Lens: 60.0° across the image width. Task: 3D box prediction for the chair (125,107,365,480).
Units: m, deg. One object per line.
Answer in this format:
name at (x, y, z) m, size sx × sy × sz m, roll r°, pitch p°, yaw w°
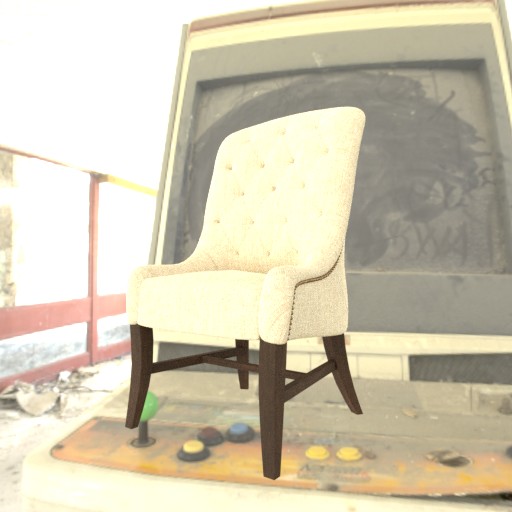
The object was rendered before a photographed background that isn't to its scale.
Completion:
chair at (0.000, 0.000, 1.492) m, size 0.634 × 1.091 × 0.629 m, roll -1°, pitch -1°, yaw 37°
